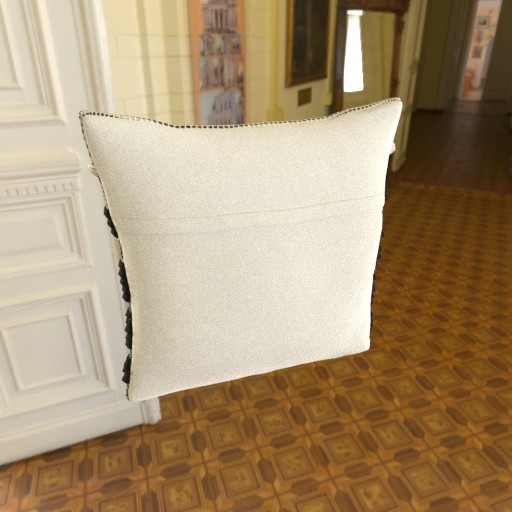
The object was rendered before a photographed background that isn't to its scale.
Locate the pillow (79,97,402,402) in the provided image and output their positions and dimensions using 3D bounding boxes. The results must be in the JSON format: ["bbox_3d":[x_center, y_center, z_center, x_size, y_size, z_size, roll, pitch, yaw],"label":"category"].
[{"bbox_3d":[0.000,0.000,0.666,0.436,0.438,0.156,-8,27,-16],"label":"pillow"}]
